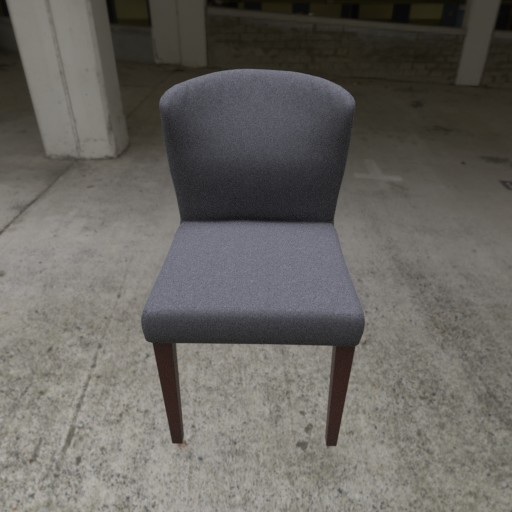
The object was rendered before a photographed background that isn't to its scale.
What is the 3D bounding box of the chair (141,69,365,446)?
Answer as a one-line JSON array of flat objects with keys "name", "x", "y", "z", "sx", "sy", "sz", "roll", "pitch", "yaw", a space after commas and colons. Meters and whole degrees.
[{"name": "chair", "x": 0.000, "y": 0.000, "z": 1.177, "sx": 0.491, "sy": 0.839, "sz": 0.592, "roll": 1, "pitch": 32, "yaw": 1}]
